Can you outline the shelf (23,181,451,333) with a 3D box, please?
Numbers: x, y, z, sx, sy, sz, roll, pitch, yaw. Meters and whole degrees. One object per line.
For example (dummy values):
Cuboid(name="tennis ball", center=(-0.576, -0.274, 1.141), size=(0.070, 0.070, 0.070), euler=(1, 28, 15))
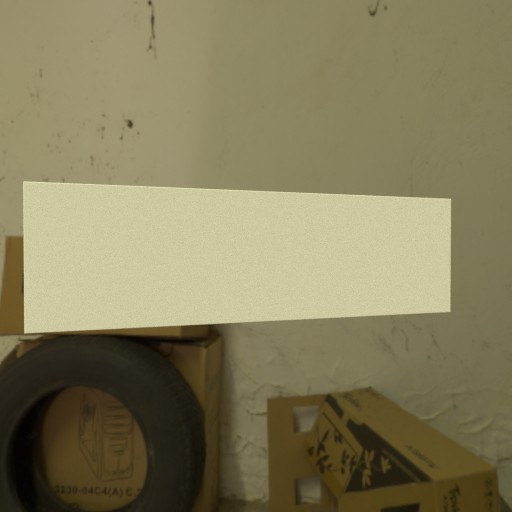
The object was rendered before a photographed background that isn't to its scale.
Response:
Cuboid(name="shelf", center=(0.000, 0.000, 1.120), size=(1.020, 0.300, 0.200), euler=(0, 1, -17))
